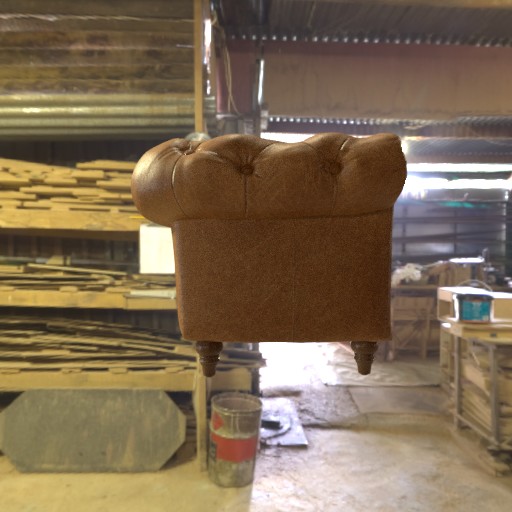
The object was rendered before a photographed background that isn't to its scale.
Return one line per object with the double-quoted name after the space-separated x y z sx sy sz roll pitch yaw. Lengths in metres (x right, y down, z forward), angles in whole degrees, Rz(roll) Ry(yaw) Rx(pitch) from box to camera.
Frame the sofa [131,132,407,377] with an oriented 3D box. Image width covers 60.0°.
0.000 0.000 2.101 1.033 0.878 1.405 0 1 0 "sofa"
